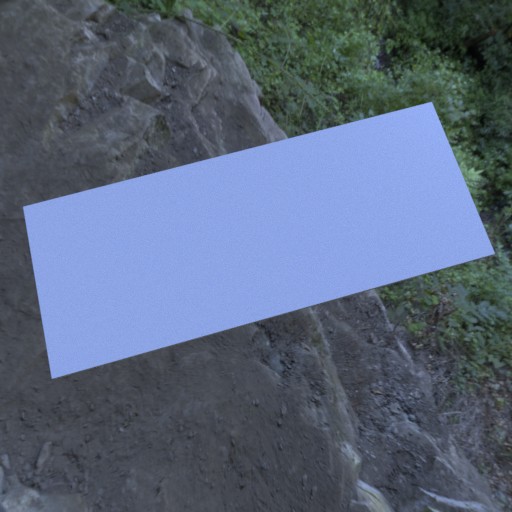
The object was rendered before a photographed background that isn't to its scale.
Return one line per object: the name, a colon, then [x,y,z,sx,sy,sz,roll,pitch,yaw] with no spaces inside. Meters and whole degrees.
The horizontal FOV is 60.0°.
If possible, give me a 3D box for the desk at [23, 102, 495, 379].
desk: [0.000,0.000,1.907,1.530,0.773,0.603,-15,77,-4]
